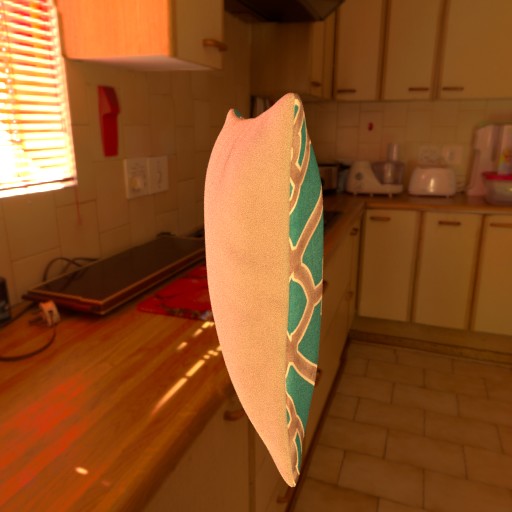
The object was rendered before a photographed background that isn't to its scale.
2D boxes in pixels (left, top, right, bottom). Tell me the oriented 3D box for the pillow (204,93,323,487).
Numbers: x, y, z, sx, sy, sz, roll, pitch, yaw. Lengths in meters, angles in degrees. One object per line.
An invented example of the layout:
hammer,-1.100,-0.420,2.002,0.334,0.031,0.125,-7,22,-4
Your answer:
pillow,0.000,0.000,0.776,0.166,0.507,0.526,-3,17,-10
